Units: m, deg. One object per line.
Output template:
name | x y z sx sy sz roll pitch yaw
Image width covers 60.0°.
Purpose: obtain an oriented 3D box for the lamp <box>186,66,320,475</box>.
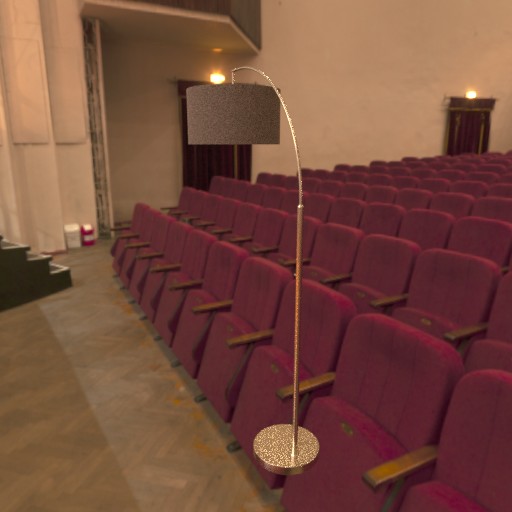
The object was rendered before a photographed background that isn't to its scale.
lamp | 0.000 0.000 2.123 0.452 1.735 0.934 -7 16 -26
